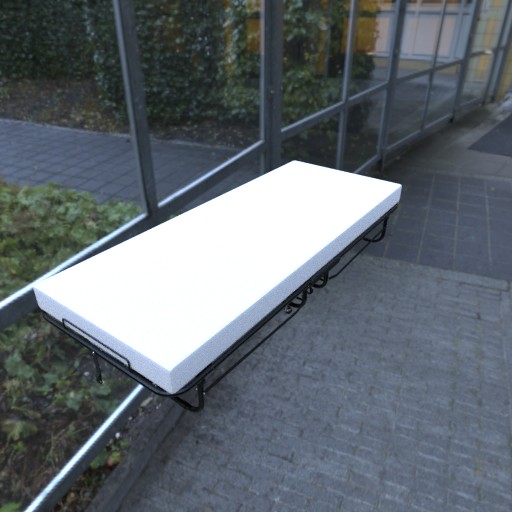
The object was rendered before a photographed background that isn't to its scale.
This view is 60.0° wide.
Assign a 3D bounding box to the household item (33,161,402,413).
[{"bbox_3d":[0.000,0.000,2.214,0.787,0.356,1.905,21,36,31],"label":"household item"}]
